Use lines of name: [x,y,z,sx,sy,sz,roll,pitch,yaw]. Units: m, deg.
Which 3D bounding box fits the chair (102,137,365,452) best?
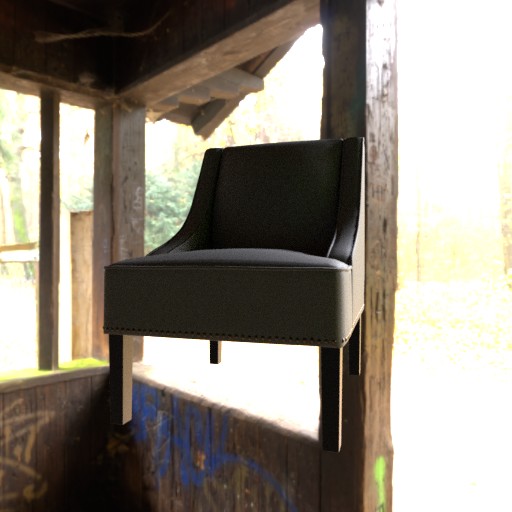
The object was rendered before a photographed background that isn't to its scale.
chair: [0.000,0.000,1.387,0.631,0.867,0.747,0,0,17]
